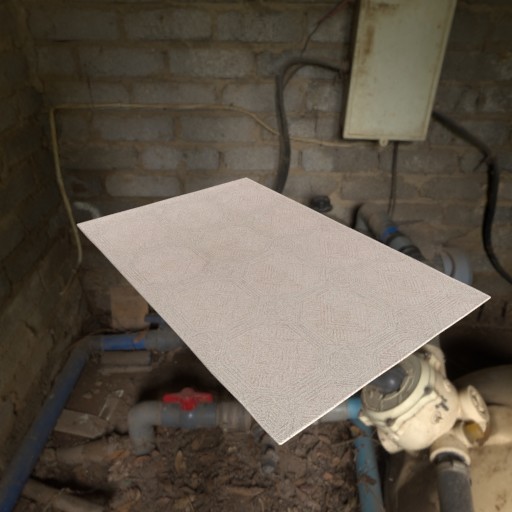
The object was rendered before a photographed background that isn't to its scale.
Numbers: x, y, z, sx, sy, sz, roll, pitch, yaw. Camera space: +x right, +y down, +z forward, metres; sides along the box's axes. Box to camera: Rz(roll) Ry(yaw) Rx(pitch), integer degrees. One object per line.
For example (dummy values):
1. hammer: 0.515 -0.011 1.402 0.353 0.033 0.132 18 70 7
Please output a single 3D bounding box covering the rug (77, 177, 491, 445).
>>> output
1. rug: 0.000 0.000 2.276 1.236 0.009 1.839 -22 37 -31
